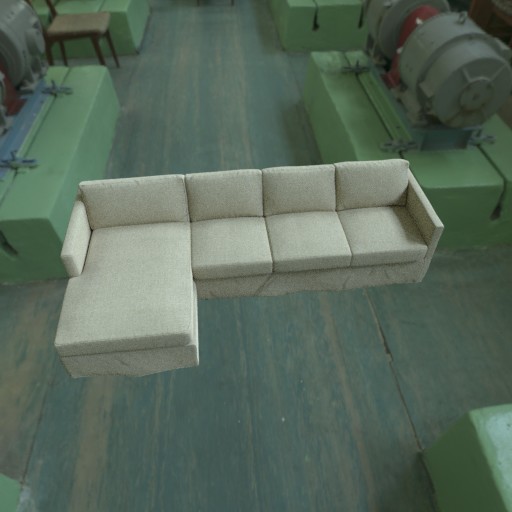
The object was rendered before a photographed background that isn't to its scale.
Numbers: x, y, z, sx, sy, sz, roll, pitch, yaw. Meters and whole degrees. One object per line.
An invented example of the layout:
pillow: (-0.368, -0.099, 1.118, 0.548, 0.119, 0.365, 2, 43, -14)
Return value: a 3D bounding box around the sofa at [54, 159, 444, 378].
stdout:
sofa: (0.000, 0.000, 3.883, 3.205, 0.922, 1.650, -5, 46, -4)
